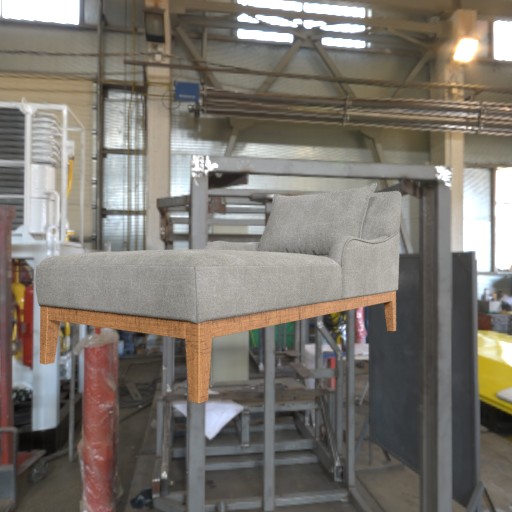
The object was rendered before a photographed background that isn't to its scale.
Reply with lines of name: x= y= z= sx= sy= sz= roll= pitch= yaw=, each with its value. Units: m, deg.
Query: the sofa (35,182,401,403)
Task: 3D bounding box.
sofa: x=0.000 y=0.000 z=2.198 sx=0.894 sy=0.859 sz=1.779 roll=-1 pitch=-1 yaw=36
